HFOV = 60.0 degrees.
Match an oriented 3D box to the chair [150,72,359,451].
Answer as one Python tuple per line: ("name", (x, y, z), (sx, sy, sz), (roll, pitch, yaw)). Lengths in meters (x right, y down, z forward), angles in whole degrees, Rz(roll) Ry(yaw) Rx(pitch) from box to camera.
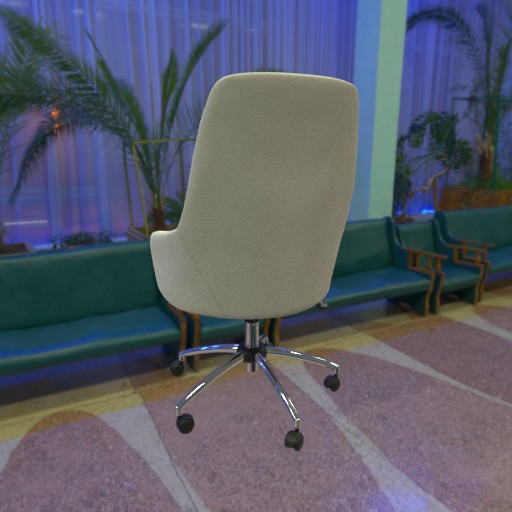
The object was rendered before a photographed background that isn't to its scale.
("chair", (0.000, 0.000, 1.458), (0.620, 1.049, 0.640), (-7, 15, -25))
